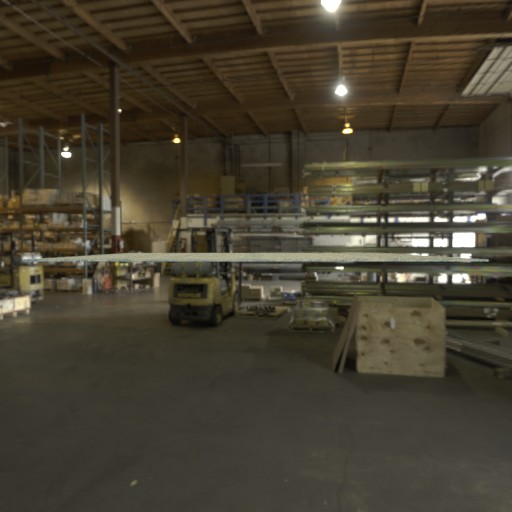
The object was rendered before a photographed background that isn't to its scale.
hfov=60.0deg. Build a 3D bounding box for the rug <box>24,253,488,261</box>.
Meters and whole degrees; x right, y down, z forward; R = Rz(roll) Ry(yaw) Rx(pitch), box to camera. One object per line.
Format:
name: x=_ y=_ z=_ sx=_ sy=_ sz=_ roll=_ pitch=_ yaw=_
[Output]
rug: x=0.000 y=0.000 z=4.119 sx=3.056 sy=0.013 sz=2.441 roll=0 pitch=1 yaw=0
